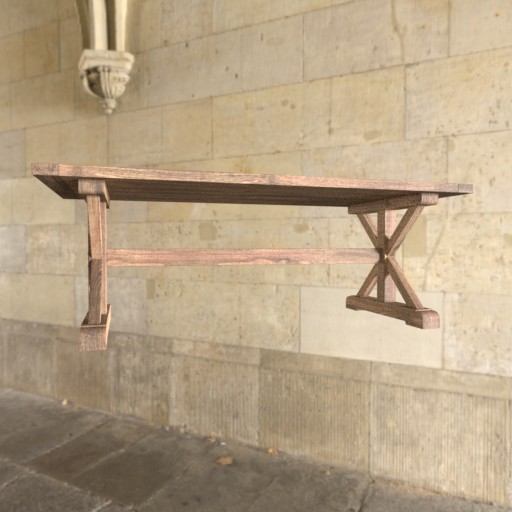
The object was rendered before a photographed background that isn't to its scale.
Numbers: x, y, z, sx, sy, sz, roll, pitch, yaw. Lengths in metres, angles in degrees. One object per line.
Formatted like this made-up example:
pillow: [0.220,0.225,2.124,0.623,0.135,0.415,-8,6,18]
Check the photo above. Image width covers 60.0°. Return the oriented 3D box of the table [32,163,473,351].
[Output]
table: [0.000,0.000,2.398,2.031,0.733,0.907,0,1,-17]
